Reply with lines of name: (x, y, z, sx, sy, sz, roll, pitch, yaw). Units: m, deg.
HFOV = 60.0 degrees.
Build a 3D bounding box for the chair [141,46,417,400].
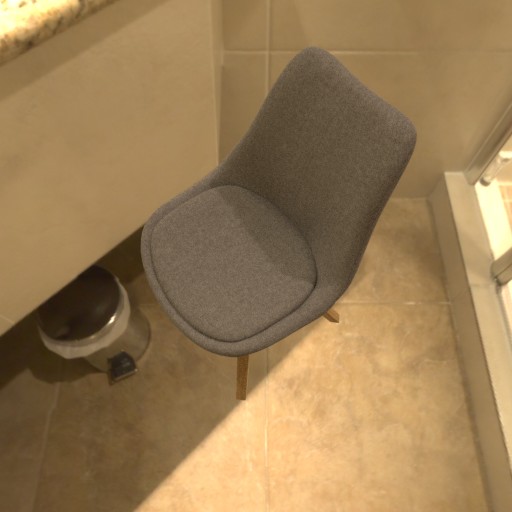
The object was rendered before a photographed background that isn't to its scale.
chair: (0.000, 0.000, 1.166, 0.550, 0.865, 0.483, -34, 68, -16)
